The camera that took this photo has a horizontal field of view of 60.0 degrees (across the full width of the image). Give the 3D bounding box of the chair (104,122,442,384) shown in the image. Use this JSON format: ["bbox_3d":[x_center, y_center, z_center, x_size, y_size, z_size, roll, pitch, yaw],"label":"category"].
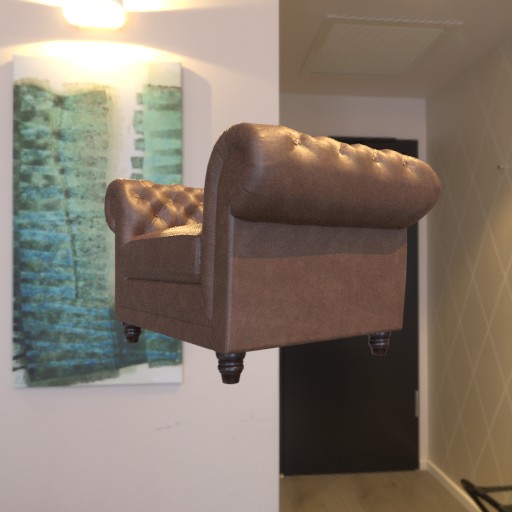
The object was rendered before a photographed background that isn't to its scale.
[{"bbox_3d":[0.000,0.000,1.917,0.954,0.784,1.298,1,-1,-36],"label":"chair"}]
